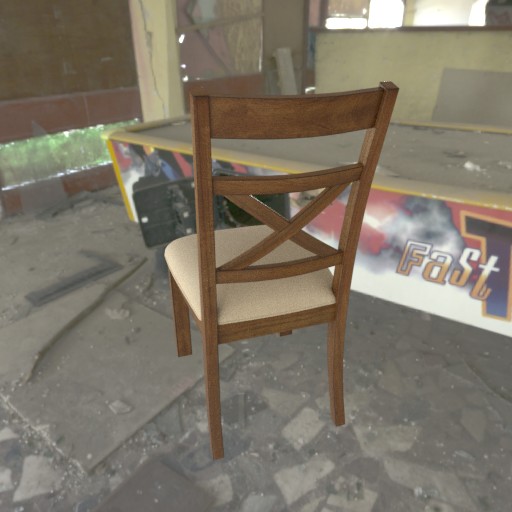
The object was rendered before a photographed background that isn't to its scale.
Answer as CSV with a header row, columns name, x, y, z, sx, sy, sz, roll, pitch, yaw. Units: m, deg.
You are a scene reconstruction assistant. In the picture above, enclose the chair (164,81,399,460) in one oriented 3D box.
name,x,y,z,sx,sy,sz,roll,pitch,yaw
chair,0.000,0.000,1.250,0.461,0.949,0.581,-8,27,-16
